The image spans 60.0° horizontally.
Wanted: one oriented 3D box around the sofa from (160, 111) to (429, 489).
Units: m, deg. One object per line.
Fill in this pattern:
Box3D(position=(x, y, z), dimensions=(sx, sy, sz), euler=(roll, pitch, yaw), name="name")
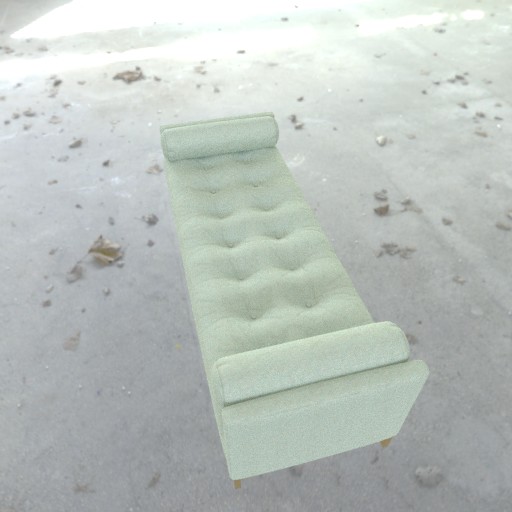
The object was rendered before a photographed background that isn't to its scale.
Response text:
Box3D(position=(0.000, 0.000, 2.458), dimensions=(0.796, 0.705, 2.102), euler=(-11, 46, -10), name="sofa")
